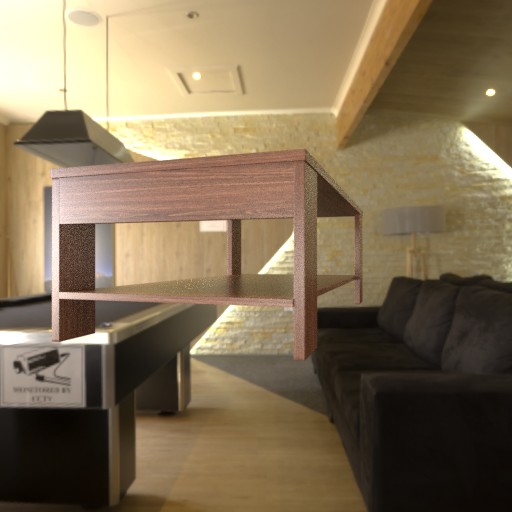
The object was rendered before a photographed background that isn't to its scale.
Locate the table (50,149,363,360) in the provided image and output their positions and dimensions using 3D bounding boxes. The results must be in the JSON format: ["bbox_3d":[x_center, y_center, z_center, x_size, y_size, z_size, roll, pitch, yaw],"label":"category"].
[{"bbox_3d":[0.000,0.000,1.498,0.600,0.400,1.200,0,0,19],"label":"table"}]
